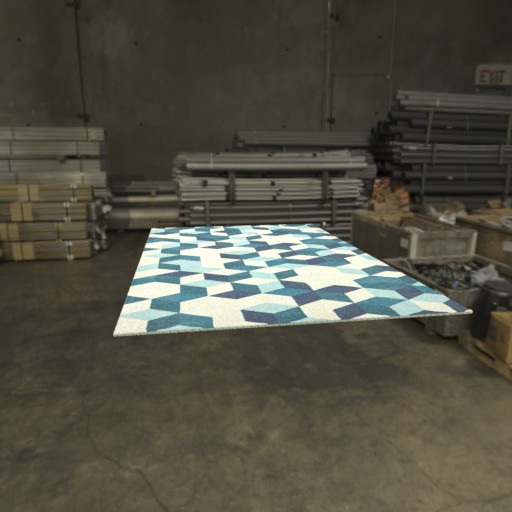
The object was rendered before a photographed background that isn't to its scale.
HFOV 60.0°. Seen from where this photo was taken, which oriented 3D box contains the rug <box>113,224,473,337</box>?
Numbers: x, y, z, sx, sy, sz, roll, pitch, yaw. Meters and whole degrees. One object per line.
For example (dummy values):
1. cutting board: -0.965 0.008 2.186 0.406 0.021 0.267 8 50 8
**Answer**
1. rug: 0.000 0.000 2.985 1.518 0.015 2.438 -2 13 -9
